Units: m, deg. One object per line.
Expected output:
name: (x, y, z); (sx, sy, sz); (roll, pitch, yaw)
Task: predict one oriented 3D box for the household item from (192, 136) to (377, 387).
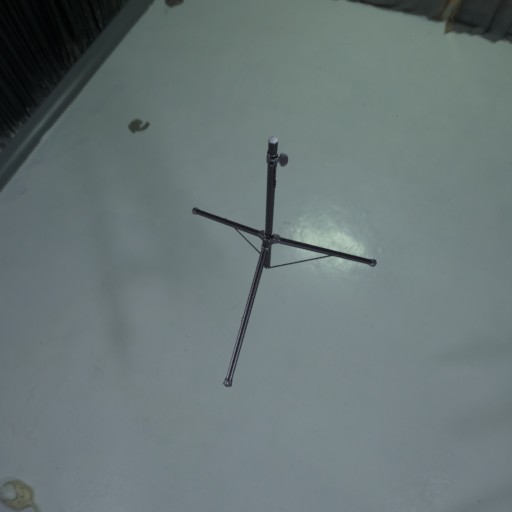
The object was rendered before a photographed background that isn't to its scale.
household item: (0.000, 0.000, 2.725); (1.596, 1.595, 1.339); (18, 64, 9)
